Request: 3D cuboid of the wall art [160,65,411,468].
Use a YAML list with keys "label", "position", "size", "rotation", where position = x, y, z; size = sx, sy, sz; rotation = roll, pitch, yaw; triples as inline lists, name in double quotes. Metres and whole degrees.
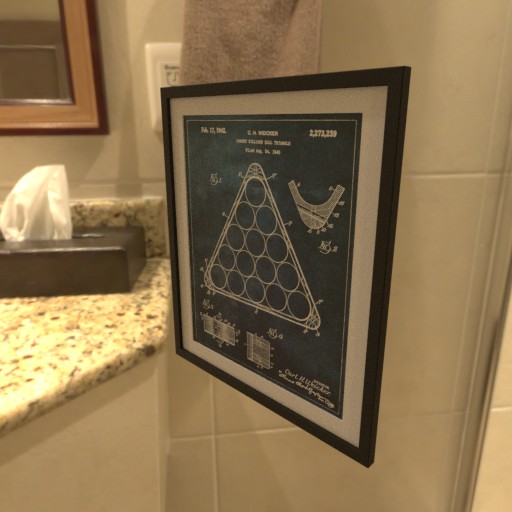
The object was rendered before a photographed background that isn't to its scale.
- label: "wall art"
  position: [0.000, 0.000, 1.164]
  size: [0.755, 0.863, 0.028]
  rotation: [16, 23, 42]
